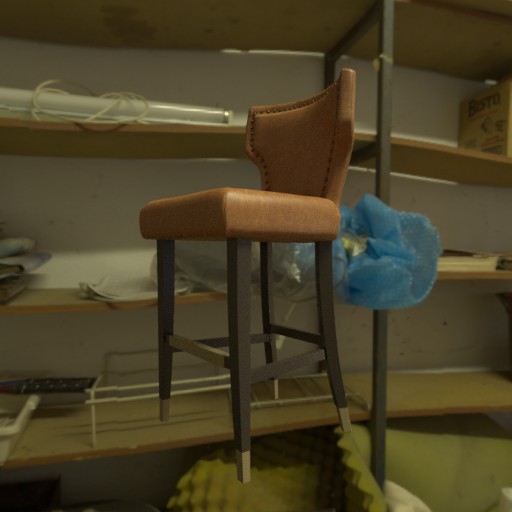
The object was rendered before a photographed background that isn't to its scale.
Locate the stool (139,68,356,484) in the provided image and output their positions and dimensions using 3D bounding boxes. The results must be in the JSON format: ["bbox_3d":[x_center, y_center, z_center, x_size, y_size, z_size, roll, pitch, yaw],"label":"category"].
[{"bbox_3d":[0.000,0.000,1.383,0.563,1.092,0.526,-1,2,-36],"label":"stool"}]
